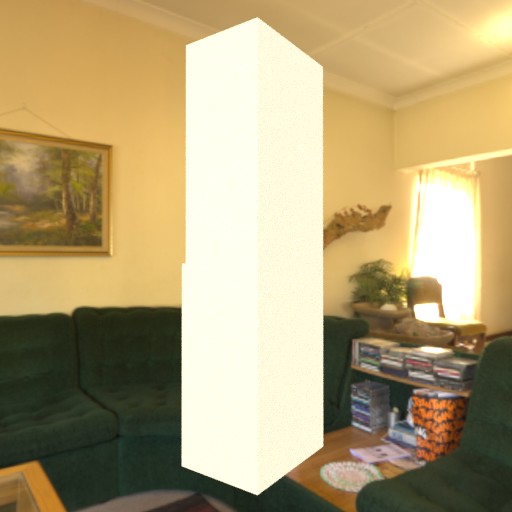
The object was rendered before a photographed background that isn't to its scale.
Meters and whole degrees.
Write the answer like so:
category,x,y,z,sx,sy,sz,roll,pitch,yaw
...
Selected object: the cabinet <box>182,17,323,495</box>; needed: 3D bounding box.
category,x,y,z,sx,sy,sz,roll,pitch,yaw
cabinet,0.000,0.000,1.502,0.300,1.350,0.400,0,0,36
